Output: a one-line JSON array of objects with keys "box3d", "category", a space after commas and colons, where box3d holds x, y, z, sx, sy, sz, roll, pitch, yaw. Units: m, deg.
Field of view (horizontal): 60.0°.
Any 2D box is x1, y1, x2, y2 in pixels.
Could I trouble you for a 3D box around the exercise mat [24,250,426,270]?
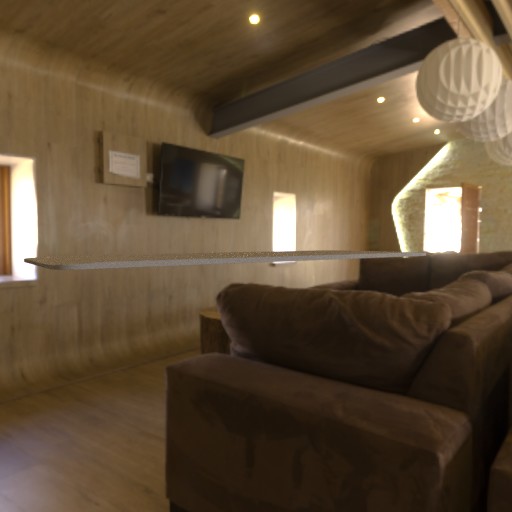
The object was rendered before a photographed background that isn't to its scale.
[{"box3d": [0.000, 0.000, 2.076, 1.884, 0.021, 0.616, -2, 3, -36], "category": "exercise mat"}]
